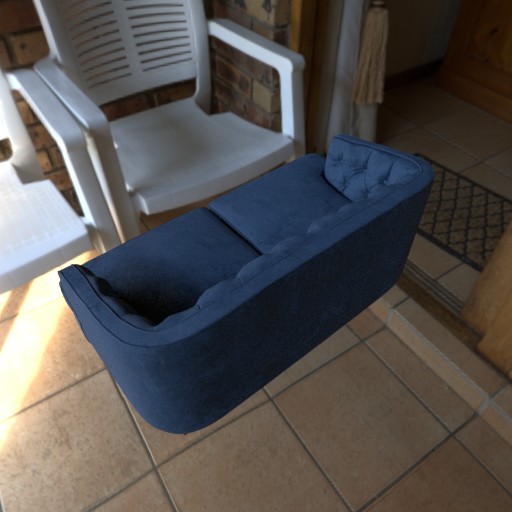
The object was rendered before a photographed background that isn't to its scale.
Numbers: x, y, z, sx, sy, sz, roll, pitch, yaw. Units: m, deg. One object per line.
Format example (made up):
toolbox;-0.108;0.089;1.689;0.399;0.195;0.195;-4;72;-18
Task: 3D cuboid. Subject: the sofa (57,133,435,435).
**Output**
sofa;0.000;0.000;2.257;1.733;0.854;0.941;-30;53;-26
